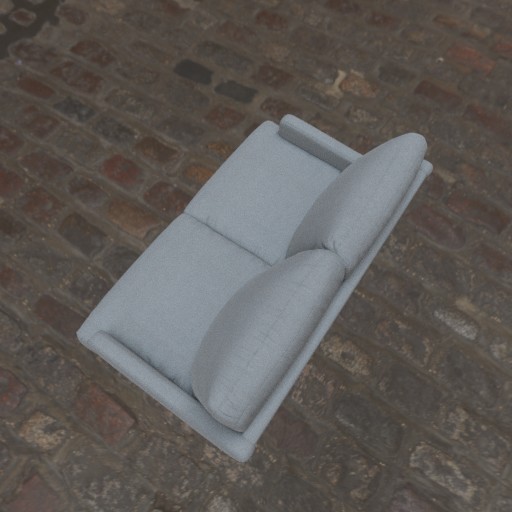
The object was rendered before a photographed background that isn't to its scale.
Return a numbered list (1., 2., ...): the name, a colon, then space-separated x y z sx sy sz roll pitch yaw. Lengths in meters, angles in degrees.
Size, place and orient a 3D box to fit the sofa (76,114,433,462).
1. sofa: 0.000 0.000 2.150 0.987 0.921 1.589 32 68 14
